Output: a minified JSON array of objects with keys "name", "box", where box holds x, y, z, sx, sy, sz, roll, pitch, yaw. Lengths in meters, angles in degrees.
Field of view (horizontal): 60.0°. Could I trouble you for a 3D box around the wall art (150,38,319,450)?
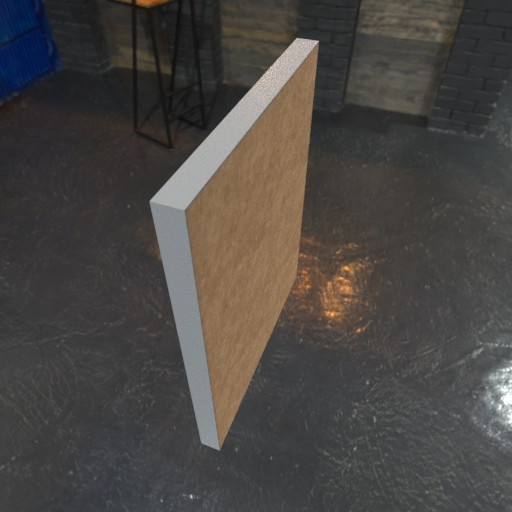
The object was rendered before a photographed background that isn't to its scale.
[{"name":"wall art","box":[0.000,0.000,0.753,0.037,0.554,0.453,15,47,15]}]
